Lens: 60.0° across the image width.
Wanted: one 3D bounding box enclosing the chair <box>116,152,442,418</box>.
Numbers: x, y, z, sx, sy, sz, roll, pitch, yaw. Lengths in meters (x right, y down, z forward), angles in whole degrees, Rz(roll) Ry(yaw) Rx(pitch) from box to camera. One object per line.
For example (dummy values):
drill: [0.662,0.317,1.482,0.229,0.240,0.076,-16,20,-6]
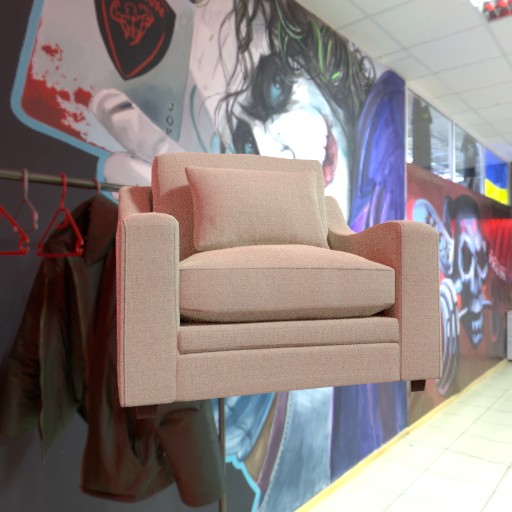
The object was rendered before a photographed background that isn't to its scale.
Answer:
chair: [0.000,0.000,1.953,1.178,1.016,1.009,0,-1,-16]
